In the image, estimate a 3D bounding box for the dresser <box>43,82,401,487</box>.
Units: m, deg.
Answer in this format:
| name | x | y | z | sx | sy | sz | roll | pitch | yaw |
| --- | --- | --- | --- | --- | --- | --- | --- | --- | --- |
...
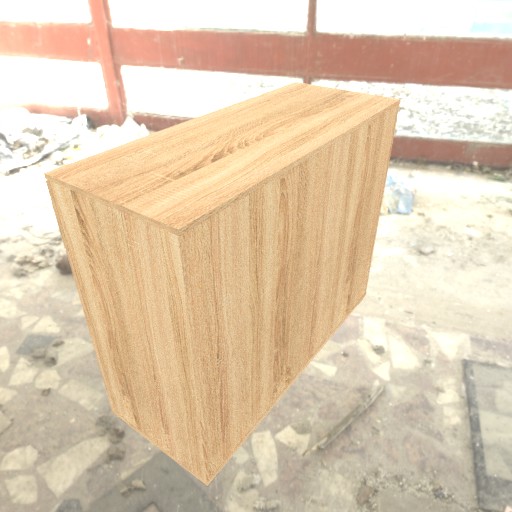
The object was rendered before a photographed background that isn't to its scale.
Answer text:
| name | x | y | z | sx | sy | sz | roll | pitch | yaw |
| --- | --- | --- | --- | --- | --- | --- | --- | --- | --- |
| dresser | 0.000 | 0.000 | 1.542 | 0.450 | 0.900 | 1.100 | 22 | 40 | 29 |
